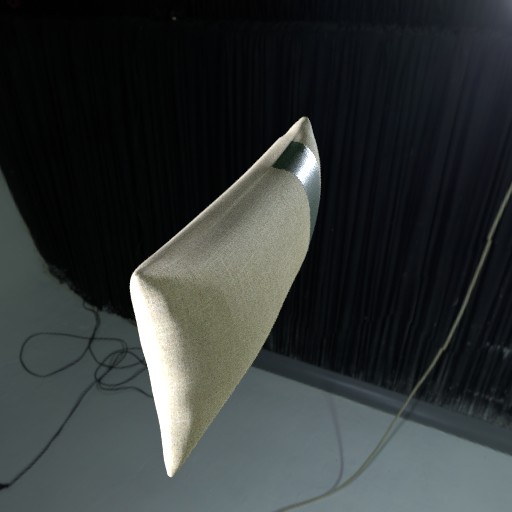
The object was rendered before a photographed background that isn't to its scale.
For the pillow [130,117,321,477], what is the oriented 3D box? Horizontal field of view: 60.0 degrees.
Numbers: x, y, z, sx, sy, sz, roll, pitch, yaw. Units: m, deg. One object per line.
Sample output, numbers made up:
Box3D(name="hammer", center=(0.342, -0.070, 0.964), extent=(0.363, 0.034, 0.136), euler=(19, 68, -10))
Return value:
Box3D(name="pillow", center=(0.000, 0.000, 1.006), extent=(0.197, 0.429, 0.859), euler=(11, 33, 17))
